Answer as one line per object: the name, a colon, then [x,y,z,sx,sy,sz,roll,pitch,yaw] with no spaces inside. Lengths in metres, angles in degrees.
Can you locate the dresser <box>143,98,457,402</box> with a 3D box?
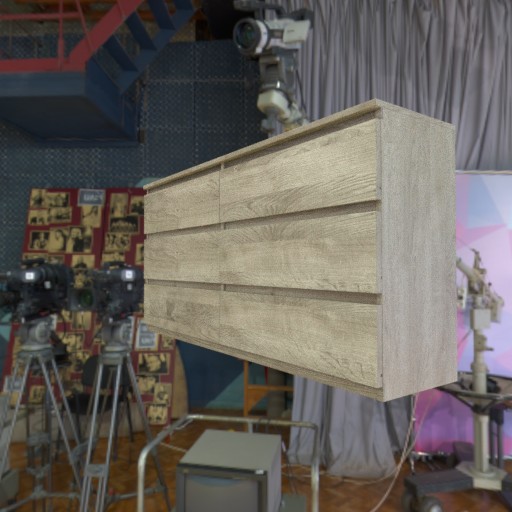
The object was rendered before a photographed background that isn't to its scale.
dresser: [0.000,0.000,1.905,0.390,0.795,1.590,1,-1,-36]
